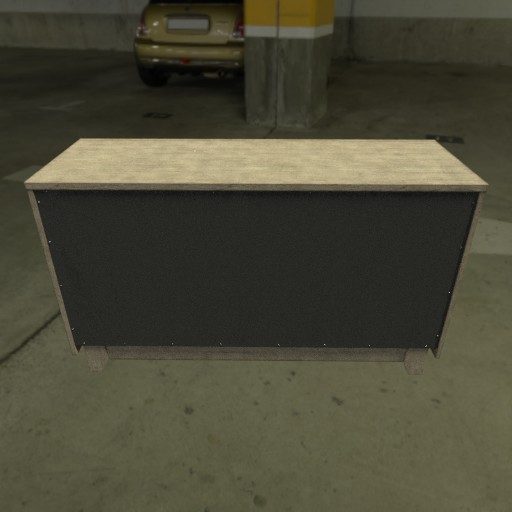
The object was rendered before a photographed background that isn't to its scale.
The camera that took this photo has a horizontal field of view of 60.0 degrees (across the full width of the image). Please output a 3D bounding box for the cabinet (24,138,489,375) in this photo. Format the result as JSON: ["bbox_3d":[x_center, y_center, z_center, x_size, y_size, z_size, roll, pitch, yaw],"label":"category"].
[{"bbox_3d":[0.000,0.000,1.819,1.460,0.825,0.511,0,30,1],"label":"cabinet"}]
